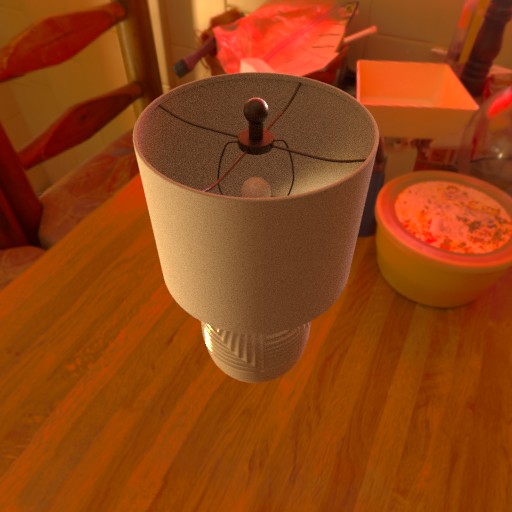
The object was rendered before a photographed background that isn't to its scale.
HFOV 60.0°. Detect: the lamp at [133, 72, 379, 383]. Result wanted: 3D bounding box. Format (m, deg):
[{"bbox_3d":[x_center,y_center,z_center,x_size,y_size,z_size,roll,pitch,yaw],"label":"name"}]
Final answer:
[{"bbox_3d":[0.000,0.000,0.761,0.318,0.567,0.318,0,46,0],"label":"lamp"}]
